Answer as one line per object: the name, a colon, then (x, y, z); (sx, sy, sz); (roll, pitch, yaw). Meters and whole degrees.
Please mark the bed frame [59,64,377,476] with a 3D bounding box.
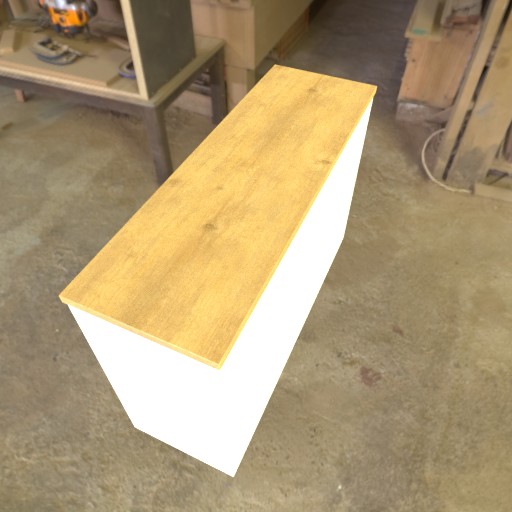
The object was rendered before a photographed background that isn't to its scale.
bed frame: (0.000, 0.000, 1.697); (0.430, 0.850, 1.300); (19, 51, 16)
